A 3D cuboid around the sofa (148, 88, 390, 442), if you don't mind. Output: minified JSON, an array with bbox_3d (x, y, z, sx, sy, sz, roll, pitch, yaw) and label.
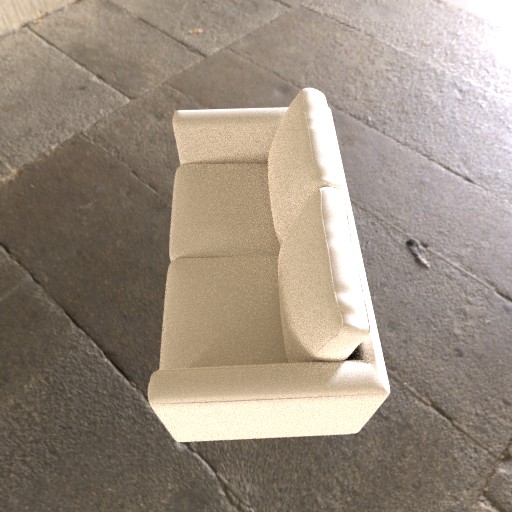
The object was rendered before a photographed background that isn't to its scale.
[{"bbox_3d":[0.000,0.000,1.975,0.796,0.908,1.430,-2,56,-1],"label":"sofa"}]
